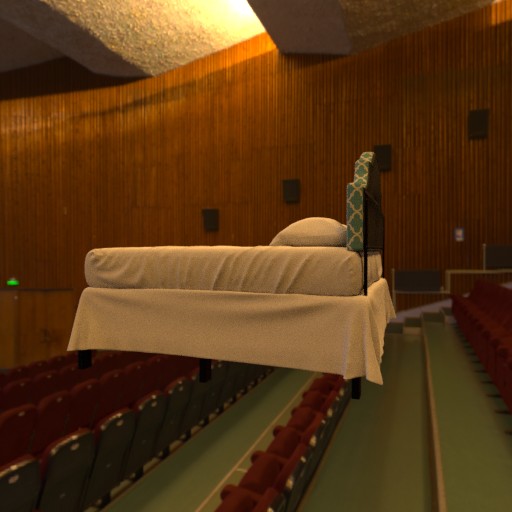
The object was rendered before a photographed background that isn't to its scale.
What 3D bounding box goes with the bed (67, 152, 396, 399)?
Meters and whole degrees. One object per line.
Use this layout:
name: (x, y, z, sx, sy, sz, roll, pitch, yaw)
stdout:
bed: (0.000, 0.000, 3.780, 2.222, 1.601, 2.314, 0, 1, 19)
